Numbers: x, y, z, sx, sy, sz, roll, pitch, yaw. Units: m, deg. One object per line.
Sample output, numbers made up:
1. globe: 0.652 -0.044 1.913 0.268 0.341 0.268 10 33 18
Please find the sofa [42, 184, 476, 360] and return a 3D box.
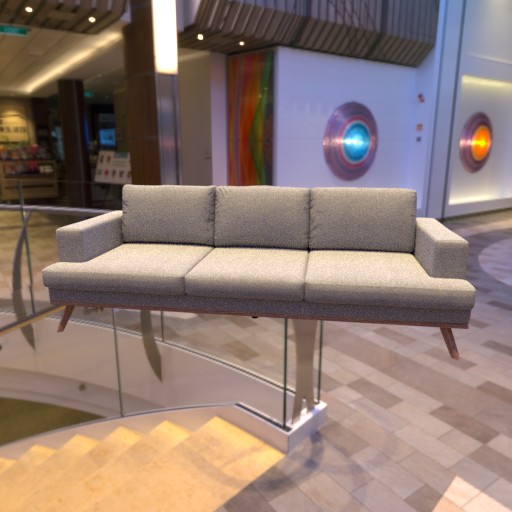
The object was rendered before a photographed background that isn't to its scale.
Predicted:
1. sofa: 0.000 0.000 2.737 2.310 0.810 0.920 2 14 9
